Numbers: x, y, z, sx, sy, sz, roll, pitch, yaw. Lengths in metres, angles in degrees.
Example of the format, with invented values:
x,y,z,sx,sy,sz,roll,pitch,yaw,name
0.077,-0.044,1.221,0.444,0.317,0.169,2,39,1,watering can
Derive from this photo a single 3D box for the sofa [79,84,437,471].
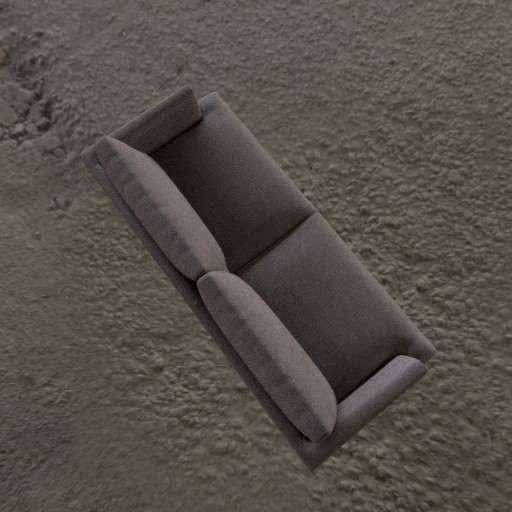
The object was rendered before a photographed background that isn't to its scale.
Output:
x,y,z,sx,sy,sz,roll,pitch,yaw,name
0.000,0.000,2.751,1.020,0.868,2.250,-37,78,-9,sofa
